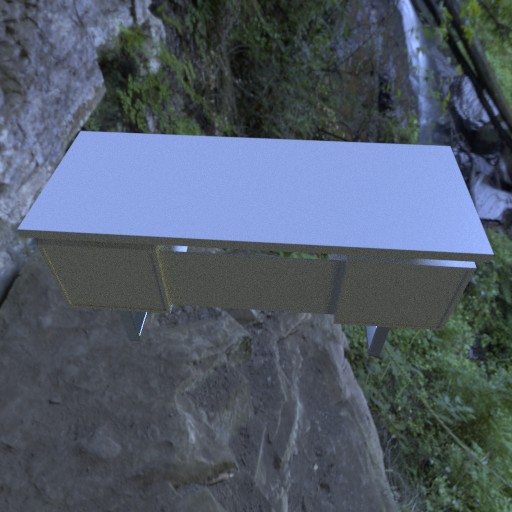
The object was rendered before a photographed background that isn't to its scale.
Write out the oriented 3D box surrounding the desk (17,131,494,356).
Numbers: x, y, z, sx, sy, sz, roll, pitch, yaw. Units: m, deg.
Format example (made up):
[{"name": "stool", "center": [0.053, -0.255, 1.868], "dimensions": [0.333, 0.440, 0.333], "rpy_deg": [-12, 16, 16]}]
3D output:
[{"name": "desk", "center": [0.000, 0.000, 1.900], "dimensions": [1.530, 0.773, 0.603], "rpy_deg": [3, 47, 3]}]
